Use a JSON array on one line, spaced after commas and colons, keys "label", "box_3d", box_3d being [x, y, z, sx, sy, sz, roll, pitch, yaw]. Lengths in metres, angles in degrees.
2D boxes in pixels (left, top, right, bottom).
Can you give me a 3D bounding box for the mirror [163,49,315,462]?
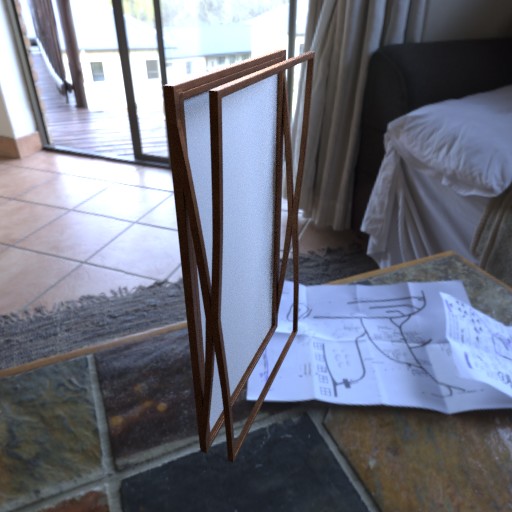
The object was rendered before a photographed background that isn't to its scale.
[{"label": "mirror", "box_3d": [0.000, 0.000, 0.958, 0.082, 0.768, 0.468, 12, 33, 19]}]
